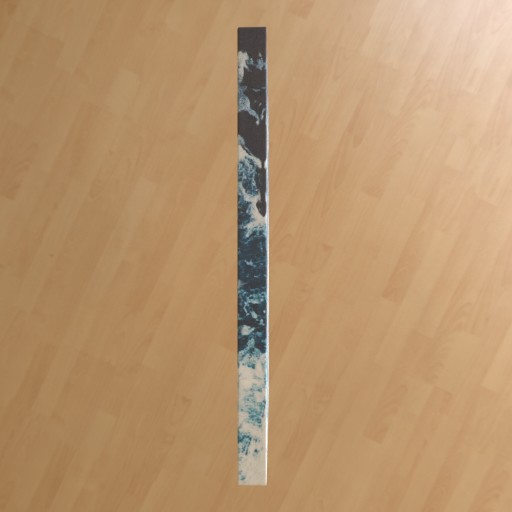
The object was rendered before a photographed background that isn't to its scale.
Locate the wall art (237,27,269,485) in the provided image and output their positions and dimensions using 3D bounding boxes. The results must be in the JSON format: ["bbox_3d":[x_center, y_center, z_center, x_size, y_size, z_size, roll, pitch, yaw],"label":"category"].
[{"bbox_3d":[0.000,0.000,0.790,0.043,0.407,0.609,0,90,2],"label":"wall art"}]
